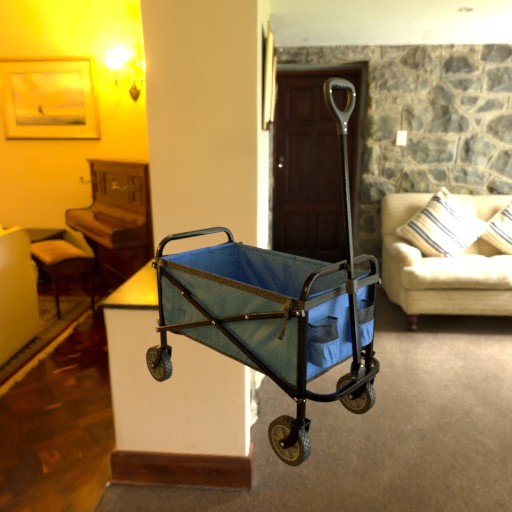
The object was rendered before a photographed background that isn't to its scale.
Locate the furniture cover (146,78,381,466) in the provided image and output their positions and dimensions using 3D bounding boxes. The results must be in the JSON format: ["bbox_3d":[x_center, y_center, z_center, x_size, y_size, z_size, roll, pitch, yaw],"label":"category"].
[{"bbox_3d":[0.000,0.000,1.817,1.038,1.295,0.532,13,19,43],"label":"furniture cover"}]
